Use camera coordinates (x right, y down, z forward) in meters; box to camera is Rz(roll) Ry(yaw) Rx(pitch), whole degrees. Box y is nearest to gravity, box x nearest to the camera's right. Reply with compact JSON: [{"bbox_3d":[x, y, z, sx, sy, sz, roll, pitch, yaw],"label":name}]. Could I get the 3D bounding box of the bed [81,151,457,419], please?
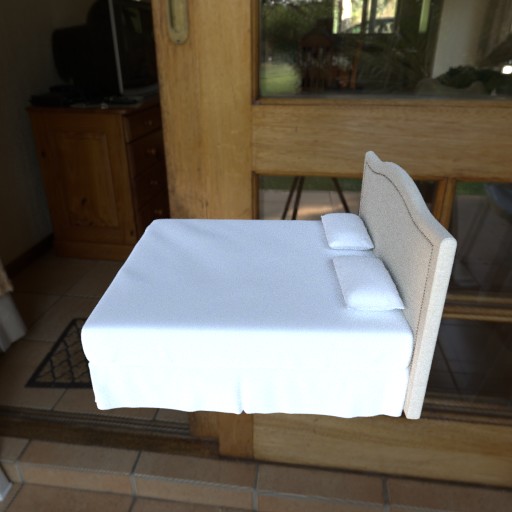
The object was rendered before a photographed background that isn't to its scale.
[{"bbox_3d":[0.000,0.000,3.526,2.182,1.421,2.083,1,26,2],"label":"bed"}]
